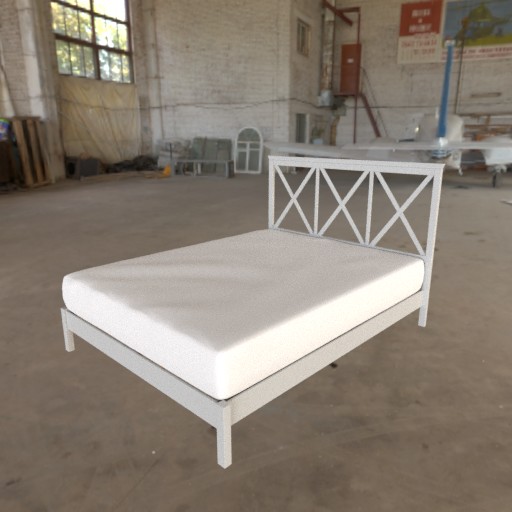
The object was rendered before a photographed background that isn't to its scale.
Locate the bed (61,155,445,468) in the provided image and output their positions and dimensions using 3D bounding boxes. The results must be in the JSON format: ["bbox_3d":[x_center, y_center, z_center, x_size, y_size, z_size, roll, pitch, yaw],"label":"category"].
[{"bbox_3d":[0.000,0.000,3.123,1.673,1.253,2.135,14,21,42],"label":"bed"}]
